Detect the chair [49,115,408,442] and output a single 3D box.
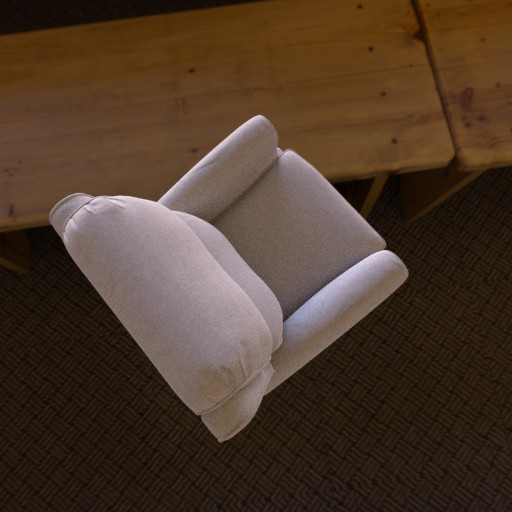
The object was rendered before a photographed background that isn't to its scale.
[{"bbox_3d":[0.000,0.000,1.667,0.919,1.046,0.859,-39,79,-9],"label":"chair"}]
